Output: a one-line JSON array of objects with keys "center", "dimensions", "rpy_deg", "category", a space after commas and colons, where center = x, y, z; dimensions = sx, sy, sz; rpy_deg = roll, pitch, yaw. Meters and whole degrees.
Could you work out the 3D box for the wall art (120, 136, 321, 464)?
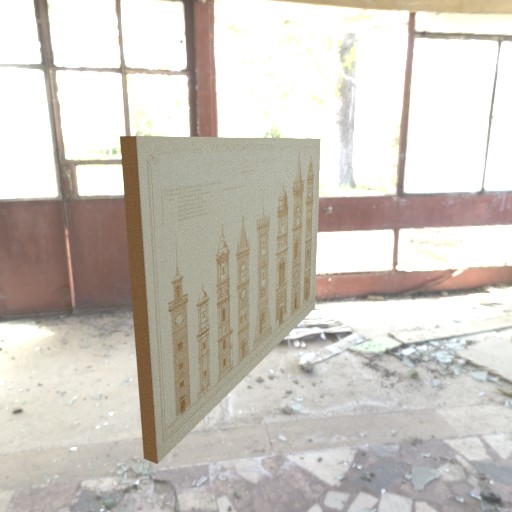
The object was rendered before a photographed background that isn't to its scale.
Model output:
[{"center": [0.000, 0.000, 1.177], "dimensions": [0.033, 0.608, 0.915], "rpy_deg": [7, 16, 26], "category": "wall art"}]
